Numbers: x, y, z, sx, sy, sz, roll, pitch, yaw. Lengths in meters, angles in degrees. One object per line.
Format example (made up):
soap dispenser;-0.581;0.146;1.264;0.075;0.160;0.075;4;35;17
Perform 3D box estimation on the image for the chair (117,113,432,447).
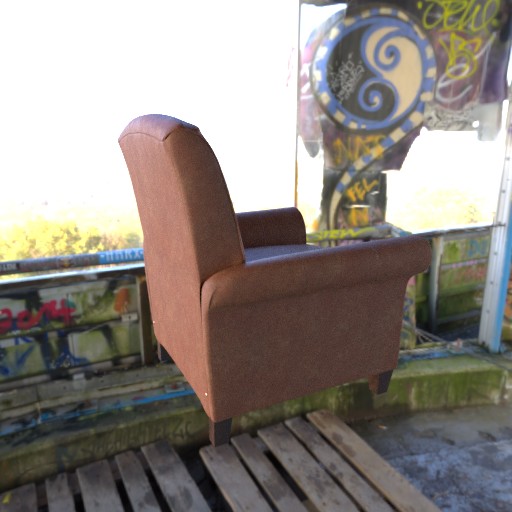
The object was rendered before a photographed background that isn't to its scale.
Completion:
chair;0.000;0.000;1.776;0.902;1.061;0.978;-7;16;-26
